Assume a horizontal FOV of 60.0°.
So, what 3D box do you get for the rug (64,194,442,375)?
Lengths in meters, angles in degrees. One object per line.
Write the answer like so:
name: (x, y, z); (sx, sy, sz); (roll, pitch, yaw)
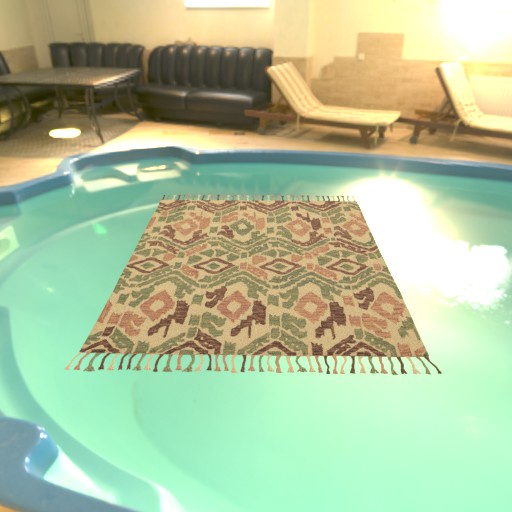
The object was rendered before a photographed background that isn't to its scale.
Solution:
rug: (0.000, 0.000, 4.166); (2.438, 0.010, 3.048); (0, 30, 1)
